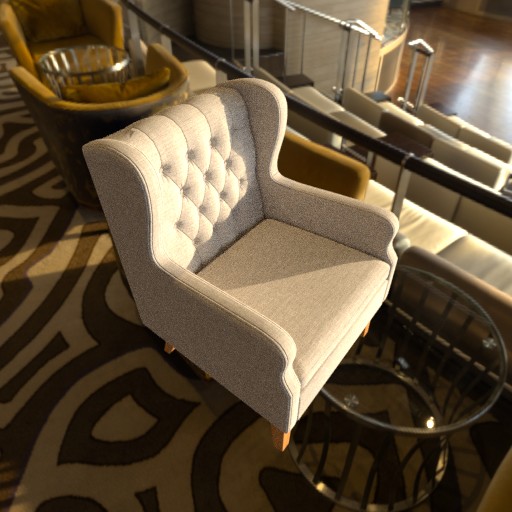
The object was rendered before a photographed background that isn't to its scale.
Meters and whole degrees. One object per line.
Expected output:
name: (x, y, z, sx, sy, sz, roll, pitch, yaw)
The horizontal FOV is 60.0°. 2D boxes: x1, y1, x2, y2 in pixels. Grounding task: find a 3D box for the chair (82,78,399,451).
chair: (0.000, 0.000, 1.521, 0.760, 0.930, 0.710, 26, 48, 27)
